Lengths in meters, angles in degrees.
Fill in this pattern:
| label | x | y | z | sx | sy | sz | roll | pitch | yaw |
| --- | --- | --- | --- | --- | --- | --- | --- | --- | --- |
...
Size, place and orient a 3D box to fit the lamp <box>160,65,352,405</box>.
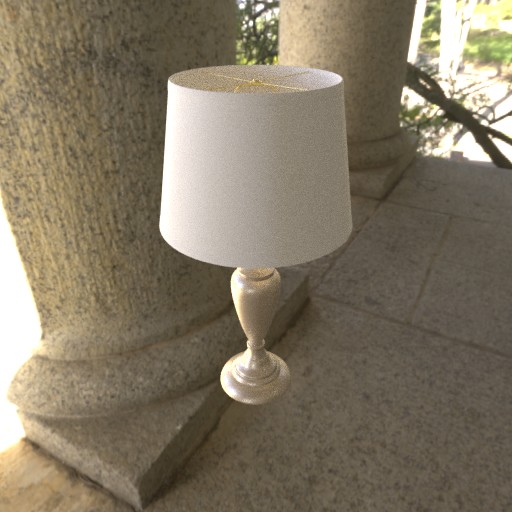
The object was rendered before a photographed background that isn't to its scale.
| label | x | y | z | sx | sy | sz | roll | pitch | yaw |
| --- | --- | --- | --- | --- | --- | --- | --- | --- | --- |
| lamp | 0.000 | 0.000 | 0.807 | 0.328 | 0.612 | 0.328 | 0 | 31 | 0 |
